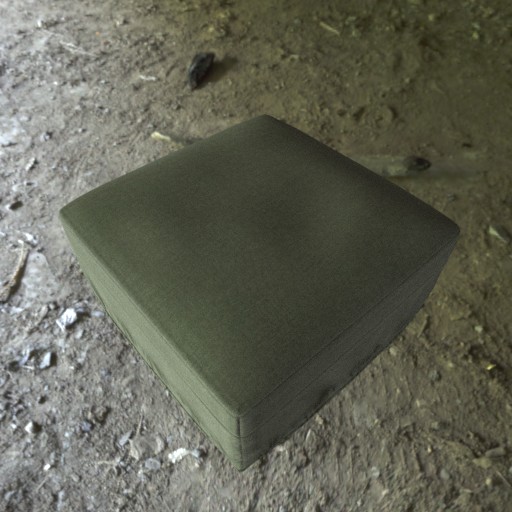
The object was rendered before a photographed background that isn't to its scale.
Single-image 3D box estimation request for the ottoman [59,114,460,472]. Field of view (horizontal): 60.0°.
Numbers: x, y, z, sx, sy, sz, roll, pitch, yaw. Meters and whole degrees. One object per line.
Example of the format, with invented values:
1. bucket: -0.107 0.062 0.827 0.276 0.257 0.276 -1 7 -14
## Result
1. ottoman: 0.000 0.000 1.363 0.840 0.436 0.843 -33 55 -27
